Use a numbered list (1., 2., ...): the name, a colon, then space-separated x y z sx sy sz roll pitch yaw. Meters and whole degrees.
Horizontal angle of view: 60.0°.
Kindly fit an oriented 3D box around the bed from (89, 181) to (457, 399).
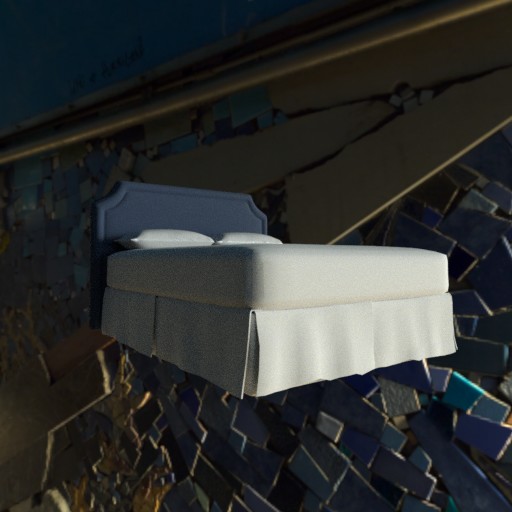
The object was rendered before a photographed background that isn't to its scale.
1. bed: 0.000 0.000 3.339 1.831 1.297 2.260 0 0 -36
